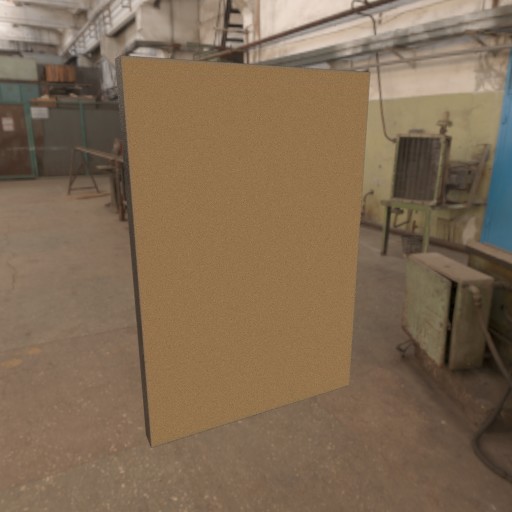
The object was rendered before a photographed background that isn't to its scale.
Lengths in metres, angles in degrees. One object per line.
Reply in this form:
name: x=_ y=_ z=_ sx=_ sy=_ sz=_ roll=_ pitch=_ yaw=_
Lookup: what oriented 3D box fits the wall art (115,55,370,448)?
wall art: x=0.000 y=0.000 z=0.577 sx=0.313 sy=0.457 sz=0.031 roll=-8 pitch=18 yaw=-26
